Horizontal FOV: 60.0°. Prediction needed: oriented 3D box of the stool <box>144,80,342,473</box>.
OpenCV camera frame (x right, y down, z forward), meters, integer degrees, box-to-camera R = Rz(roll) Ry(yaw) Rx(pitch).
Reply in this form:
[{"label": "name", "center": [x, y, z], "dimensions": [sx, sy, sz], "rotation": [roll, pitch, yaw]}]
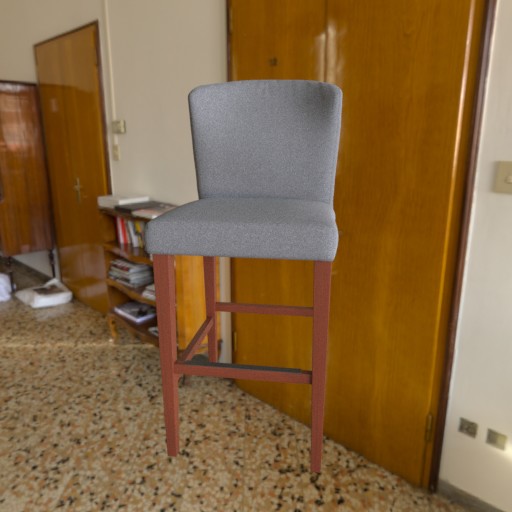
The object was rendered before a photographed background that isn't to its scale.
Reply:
[{"label": "stool", "center": [0.000, 0.000, 1.347], "dimensions": [0.481, 1.069, 0.568], "rotation": [2, 15, 9]}]
